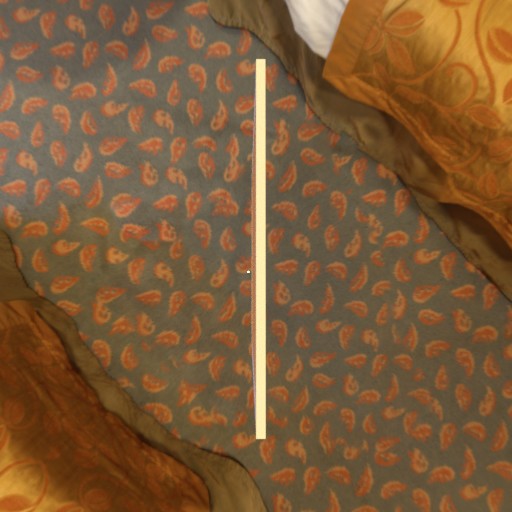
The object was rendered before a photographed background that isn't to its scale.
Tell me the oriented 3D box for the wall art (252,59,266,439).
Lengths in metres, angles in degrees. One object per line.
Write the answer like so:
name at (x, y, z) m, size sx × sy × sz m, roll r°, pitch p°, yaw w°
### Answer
wall art at (0.000, 0.000, 0.857) m, size 0.011 × 0.659 × 0.454 m, roll 0°, pitch 88°, yaw -1°
